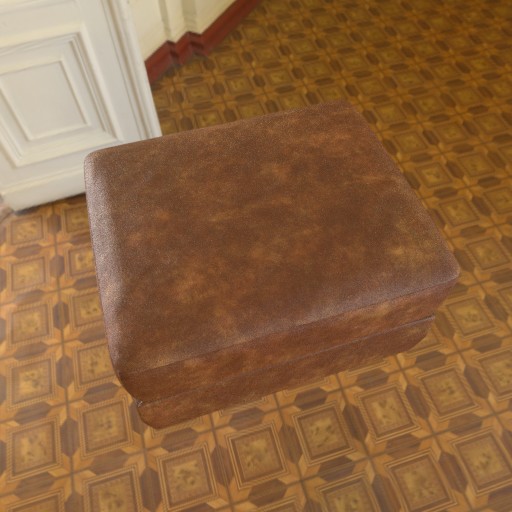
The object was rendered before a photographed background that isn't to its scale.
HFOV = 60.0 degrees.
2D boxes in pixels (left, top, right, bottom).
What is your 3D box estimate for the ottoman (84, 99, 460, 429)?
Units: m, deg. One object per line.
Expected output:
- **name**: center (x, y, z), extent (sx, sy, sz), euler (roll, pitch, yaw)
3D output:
- **ottoman**: center (0.000, 0.000, 1.136), extent (0.751, 0.476, 0.603), euler (-15, 58, -9)
